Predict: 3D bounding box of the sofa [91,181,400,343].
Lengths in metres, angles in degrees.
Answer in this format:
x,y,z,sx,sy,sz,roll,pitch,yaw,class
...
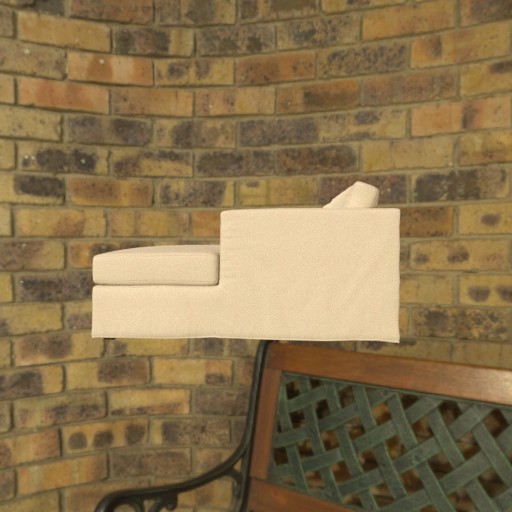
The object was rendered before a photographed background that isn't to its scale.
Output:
x,y,z,sx,sy,sz,roll,pitch,yaw,class
0.000,0.000,3.852,1.622,0.871,3.206,0,1,2,sofa
